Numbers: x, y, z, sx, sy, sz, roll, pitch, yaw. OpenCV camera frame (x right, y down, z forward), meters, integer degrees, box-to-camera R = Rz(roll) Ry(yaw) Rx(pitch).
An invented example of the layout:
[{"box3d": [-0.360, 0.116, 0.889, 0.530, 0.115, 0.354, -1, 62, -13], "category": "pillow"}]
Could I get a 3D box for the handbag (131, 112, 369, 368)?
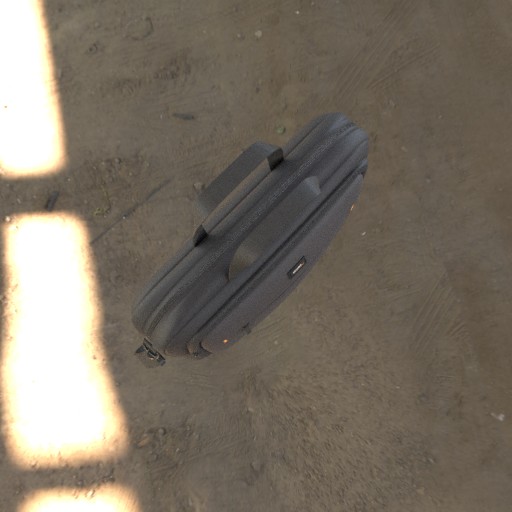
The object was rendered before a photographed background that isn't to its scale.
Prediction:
[{"box3d": [0.000, 0.000, 0.574, 0.126, 0.330, 0.429, 42, 80, 10], "category": "handbag"}]
